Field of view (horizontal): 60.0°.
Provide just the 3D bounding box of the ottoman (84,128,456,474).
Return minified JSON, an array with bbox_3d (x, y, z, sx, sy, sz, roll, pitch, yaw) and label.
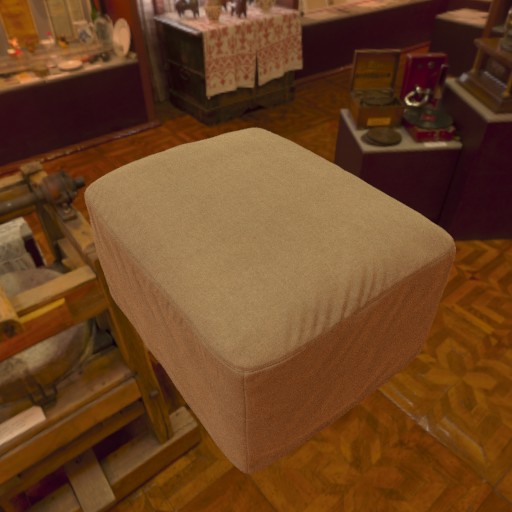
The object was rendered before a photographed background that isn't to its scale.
[{"bbox_3d":[0.000,0.000,1.249,0.683,0.481,0.837,-26,47,-27],"label":"ottoman"}]
